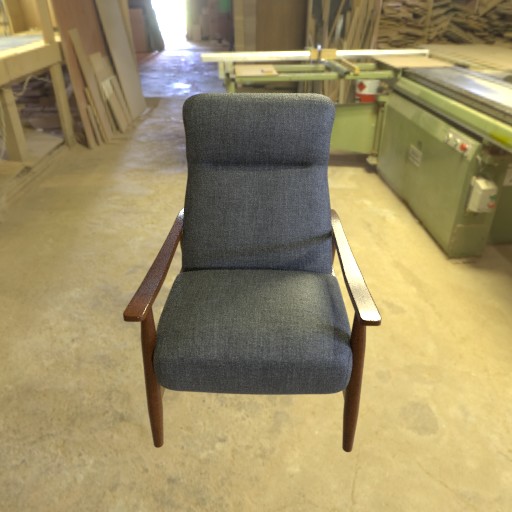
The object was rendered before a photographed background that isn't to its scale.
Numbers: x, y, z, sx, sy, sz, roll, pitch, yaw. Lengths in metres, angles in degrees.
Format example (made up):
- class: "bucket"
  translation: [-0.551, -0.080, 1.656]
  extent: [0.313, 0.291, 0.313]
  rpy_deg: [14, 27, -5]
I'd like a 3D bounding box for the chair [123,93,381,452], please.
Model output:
- class: "chair"
  translation: [0.000, 0.000, 1.778]
  extent: [0.762, 1.082, 1.030]
  rpy_deg: [1, 30, 1]
